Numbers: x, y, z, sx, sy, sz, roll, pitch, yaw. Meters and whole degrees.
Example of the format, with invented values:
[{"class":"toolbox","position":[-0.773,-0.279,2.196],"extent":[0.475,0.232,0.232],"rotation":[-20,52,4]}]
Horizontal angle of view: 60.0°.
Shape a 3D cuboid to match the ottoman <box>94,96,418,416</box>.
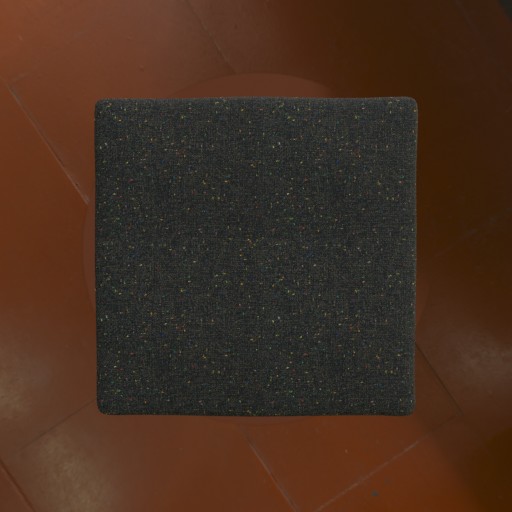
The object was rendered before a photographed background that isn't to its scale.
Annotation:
[{"class":"ottoman","position":[0.000,0.000,0.879],"extent":[0.508,0.432,0.508],"rotation":[0,91,0]}]
